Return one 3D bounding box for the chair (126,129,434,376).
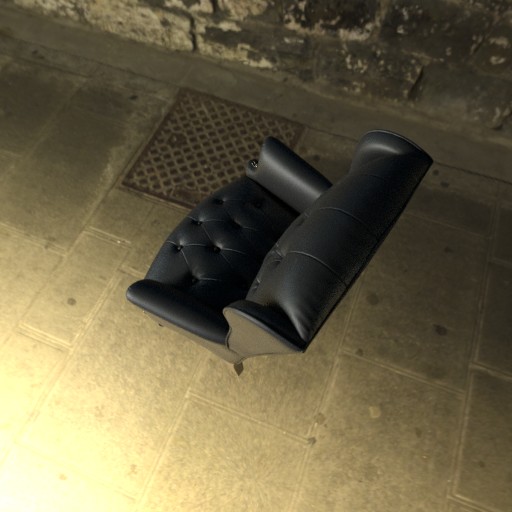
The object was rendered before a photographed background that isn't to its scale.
[{"bbox_3d":[0.000,0.000,1.632,0.762,1.111,0.838,33,68,15],"label":"chair"}]
